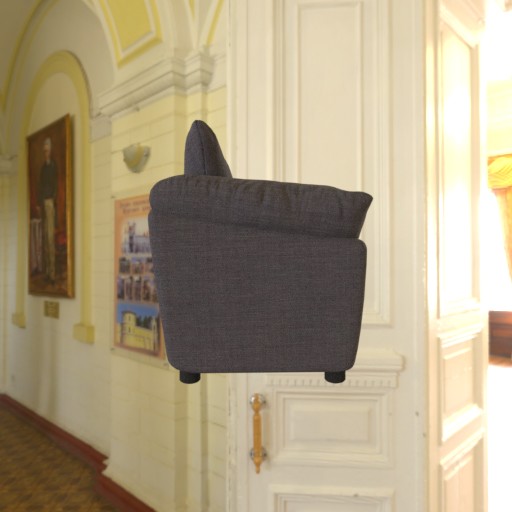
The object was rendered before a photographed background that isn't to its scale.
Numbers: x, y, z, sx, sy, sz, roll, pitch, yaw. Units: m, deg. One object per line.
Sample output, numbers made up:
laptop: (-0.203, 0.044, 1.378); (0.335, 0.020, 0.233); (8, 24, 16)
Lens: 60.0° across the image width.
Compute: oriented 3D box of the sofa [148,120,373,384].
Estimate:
sofa: (0.000, 0.000, 2.833); (0.883, 1.080, 2.336); (0, 0, -1)
